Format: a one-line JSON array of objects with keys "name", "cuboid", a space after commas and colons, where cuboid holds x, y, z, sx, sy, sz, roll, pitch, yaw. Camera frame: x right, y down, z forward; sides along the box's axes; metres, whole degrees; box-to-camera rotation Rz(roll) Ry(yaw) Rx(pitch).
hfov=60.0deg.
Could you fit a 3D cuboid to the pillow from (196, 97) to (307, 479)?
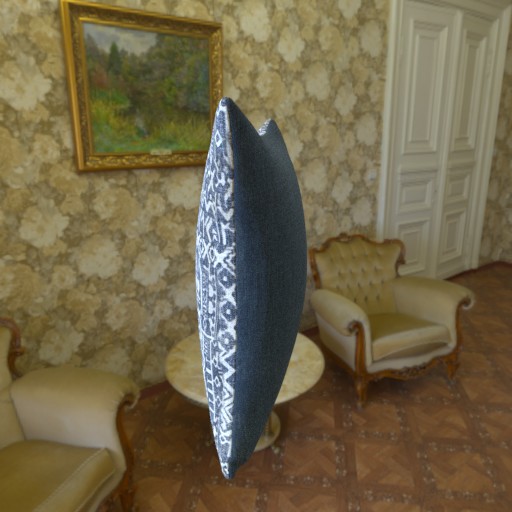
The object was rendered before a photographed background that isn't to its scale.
[{"name": "pillow", "cuboid": [0.000, 0.000, 0.782, 0.180, 0.487, 0.546, 2, 15, 7]}]
